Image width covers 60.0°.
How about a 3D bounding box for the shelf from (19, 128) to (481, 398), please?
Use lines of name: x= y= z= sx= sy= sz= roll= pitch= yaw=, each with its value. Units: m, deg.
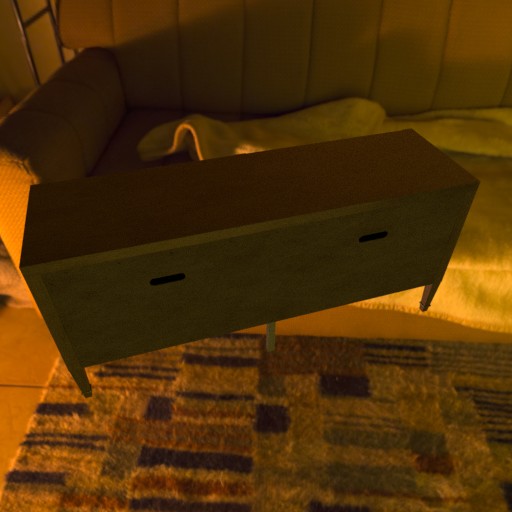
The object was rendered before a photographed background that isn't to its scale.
shelf: x=0.000 y=0.000 z=1.857 sx=1.575 sy=0.719 sz=0.479 roll=-12 pitch=43 yaw=-13
